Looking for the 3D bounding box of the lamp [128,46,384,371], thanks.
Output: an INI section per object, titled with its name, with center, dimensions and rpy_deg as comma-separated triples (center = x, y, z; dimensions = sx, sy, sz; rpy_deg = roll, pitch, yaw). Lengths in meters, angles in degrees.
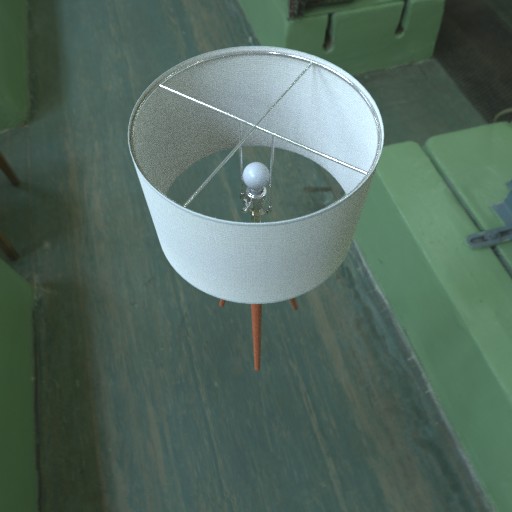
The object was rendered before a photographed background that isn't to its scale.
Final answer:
[lamp]
center = 0.000, 0.000, 0.920
dimensions = 0.354, 0.709, 0.355
rpy_deg = -15, 59, -9
